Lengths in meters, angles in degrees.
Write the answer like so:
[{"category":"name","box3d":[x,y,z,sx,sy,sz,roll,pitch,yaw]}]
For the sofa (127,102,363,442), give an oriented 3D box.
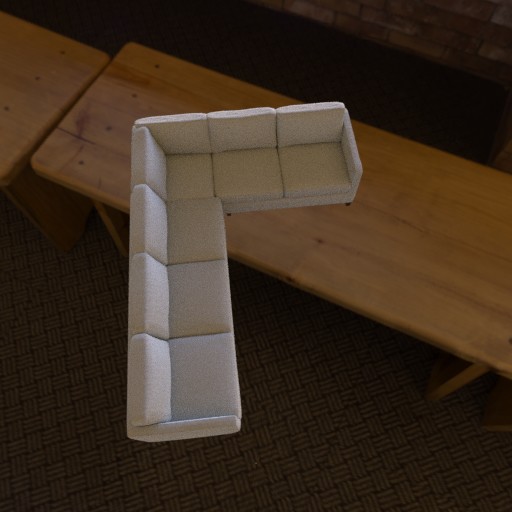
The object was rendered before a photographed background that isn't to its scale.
[{"category":"sofa","box3d":[0.000,0.000,4.587,2.522,0.934,3.333,-6,65,-3]}]
